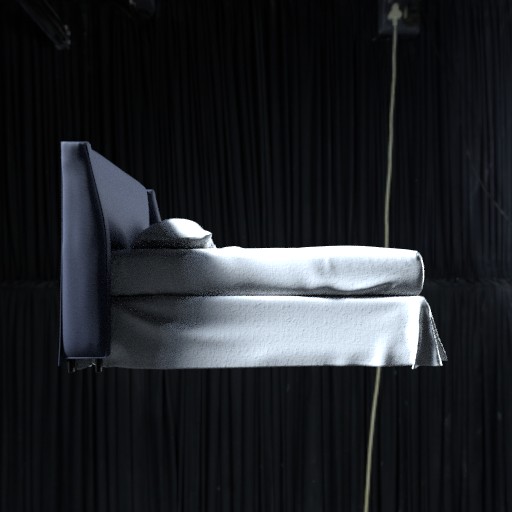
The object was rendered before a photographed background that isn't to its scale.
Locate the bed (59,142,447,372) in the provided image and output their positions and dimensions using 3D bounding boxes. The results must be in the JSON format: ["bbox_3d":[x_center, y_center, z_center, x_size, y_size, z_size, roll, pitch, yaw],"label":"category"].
[{"bbox_3d":[0.000,0.000,3.460,2.276,1.332,1.925,0,0,-1],"label":"bed"}]
